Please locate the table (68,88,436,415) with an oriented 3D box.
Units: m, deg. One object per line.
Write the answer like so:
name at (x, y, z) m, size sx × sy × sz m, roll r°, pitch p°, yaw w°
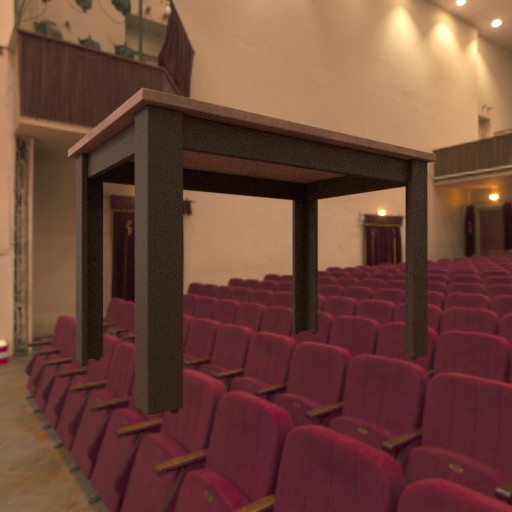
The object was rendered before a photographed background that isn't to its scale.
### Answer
table at (0.000, 0.000, 1.567) m, size 1.100 × 0.734 × 0.700 m, roll 0°, pitch 0°, yaw -35°
